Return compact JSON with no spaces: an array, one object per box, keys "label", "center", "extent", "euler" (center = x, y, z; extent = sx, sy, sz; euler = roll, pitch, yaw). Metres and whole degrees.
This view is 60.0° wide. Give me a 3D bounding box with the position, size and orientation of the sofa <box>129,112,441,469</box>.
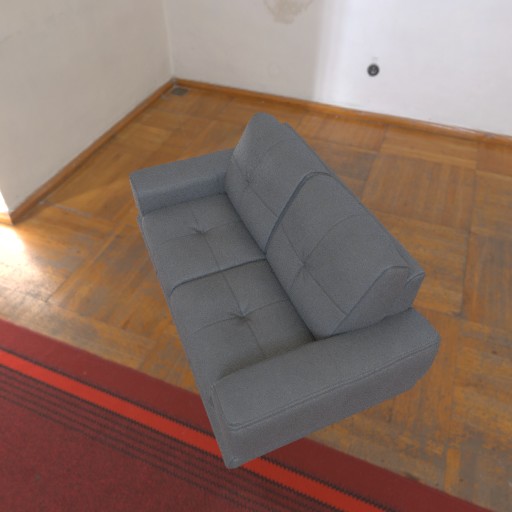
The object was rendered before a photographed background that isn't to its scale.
[{"label":"sofa","center":[0.000,0.000,2.384],"extent":[1.018,0.907,1.806],"euler":[-17,49,-16]}]
